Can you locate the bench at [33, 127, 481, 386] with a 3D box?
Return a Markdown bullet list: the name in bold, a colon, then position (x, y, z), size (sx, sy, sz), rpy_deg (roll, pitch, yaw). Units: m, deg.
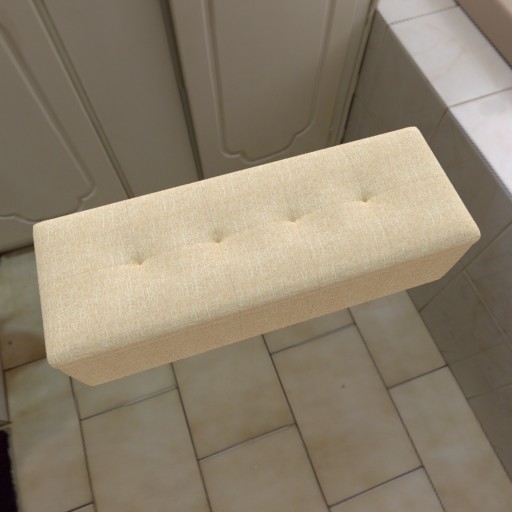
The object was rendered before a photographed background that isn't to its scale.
- **bench**: position (0.000, 0.000, 1.414), size (1.219, 0.406, 0.432), rpy_deg (-16, 66, -7)
